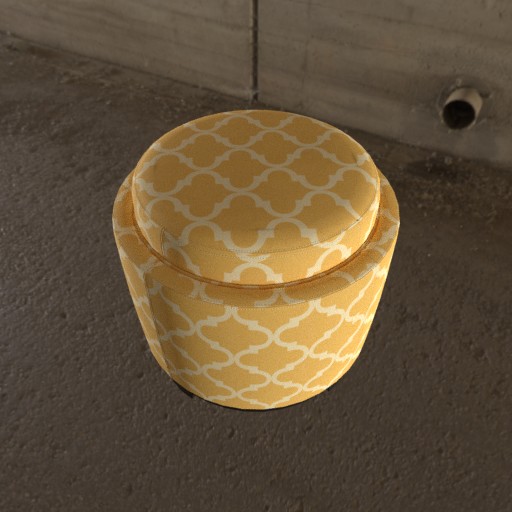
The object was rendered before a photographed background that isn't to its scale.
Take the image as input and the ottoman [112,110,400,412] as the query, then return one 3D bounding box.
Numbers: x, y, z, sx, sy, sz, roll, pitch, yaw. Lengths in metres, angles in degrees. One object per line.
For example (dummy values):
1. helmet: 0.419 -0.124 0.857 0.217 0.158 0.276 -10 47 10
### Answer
1. ottoman: 0.000 0.000 0.846 0.480 0.429 0.480 0 46 0
